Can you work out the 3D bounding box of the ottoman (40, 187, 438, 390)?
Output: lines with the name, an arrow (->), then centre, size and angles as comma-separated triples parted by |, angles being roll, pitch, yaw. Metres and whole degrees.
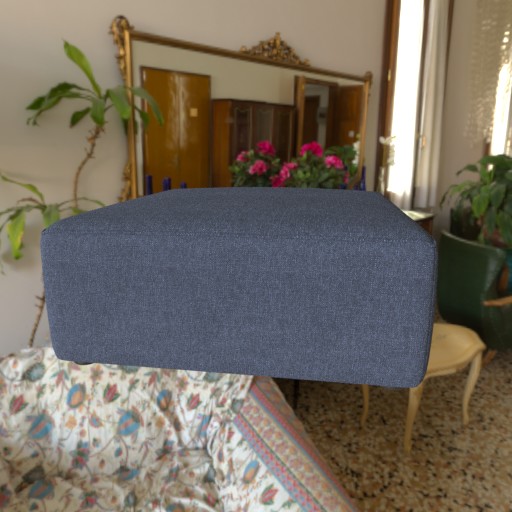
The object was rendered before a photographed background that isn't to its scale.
ottoman -> 0.000, 0.000, 1.555 | 1.000, 0.439, 1.000 | 2, 14, 9
